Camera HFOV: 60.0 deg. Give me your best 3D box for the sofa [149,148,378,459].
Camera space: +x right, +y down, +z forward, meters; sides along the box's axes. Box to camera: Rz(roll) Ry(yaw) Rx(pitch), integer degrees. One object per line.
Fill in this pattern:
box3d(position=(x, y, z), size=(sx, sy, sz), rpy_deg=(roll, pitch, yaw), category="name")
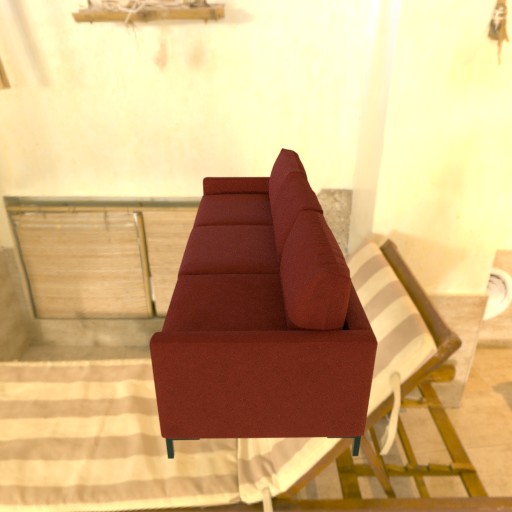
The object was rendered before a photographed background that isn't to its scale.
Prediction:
box3d(position=(0.000, 0.000, 2.699), size=(0.875, 0.879, 2.252), rpy_deg=(0, 26, -1), category="sofa")
